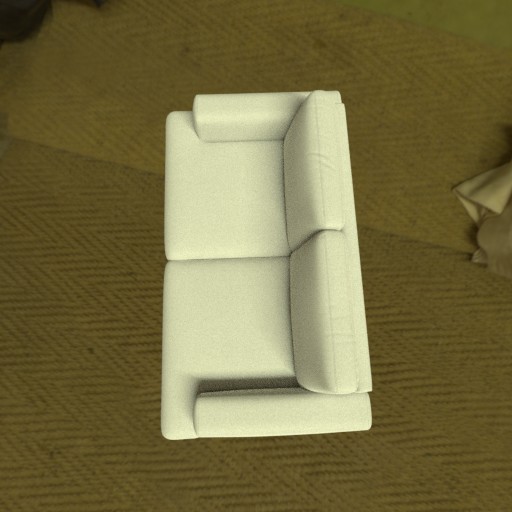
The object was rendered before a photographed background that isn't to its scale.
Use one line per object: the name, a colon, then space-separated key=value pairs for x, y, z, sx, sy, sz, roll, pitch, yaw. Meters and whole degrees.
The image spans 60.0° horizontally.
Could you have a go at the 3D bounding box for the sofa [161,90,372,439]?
sofa: x=0.000 y=0.000 z=2.156 sx=0.915 sy=0.810 sz=1.651 roll=-2 pitch=75 yaw=-1
